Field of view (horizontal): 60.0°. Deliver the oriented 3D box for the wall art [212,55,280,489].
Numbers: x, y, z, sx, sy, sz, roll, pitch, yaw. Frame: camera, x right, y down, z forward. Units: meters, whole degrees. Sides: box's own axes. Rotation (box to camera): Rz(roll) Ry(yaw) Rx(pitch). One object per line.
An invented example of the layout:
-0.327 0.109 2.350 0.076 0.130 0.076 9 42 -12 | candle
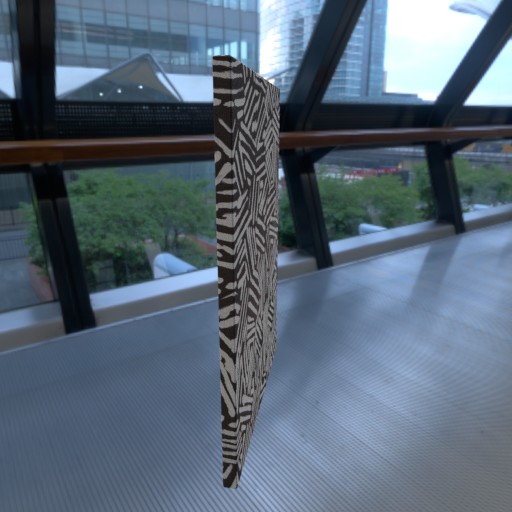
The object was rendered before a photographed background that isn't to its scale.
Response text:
0.000 0.000 1.350 0.038 1.017 0.765 3 16 10 | wall art
